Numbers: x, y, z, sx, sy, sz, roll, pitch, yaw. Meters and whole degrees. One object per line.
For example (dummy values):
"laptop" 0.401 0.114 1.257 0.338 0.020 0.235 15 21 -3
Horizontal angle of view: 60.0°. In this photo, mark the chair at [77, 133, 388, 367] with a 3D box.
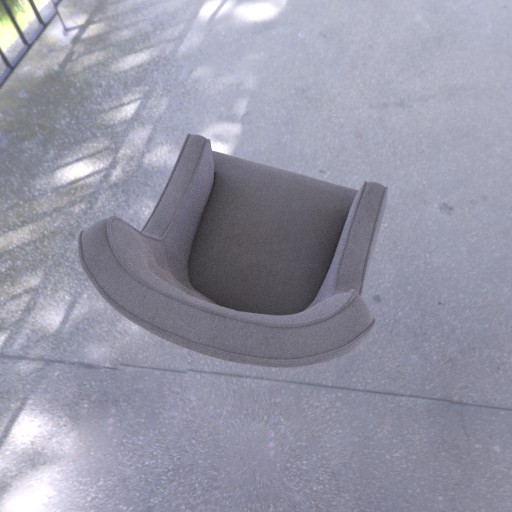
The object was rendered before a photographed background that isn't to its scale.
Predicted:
"chair" 0.000 0.000 1.579 0.781 0.919 0.910 17 66 8
